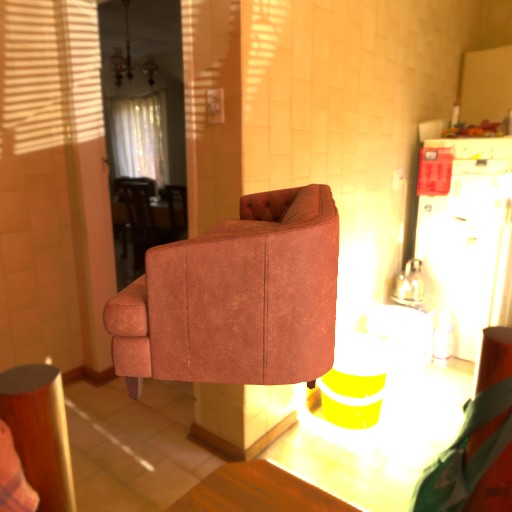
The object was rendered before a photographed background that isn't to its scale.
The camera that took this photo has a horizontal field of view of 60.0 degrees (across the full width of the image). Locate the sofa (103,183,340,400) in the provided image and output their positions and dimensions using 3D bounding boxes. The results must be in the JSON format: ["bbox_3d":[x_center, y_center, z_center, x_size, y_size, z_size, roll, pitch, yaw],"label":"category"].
[{"bbox_3d":[0.000,0.000,2.748,0.922,0.791,2.257,2,13,8],"label":"sofa"}]
